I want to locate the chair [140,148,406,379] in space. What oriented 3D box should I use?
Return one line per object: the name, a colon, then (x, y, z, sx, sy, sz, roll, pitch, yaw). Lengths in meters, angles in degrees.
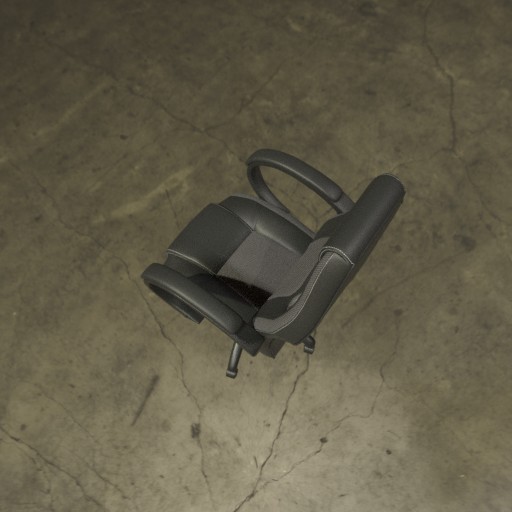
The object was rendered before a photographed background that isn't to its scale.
chair: (0.000, 0.000, 1.624, 0.724, 1.187, 0.673, 33, 68, 15)
